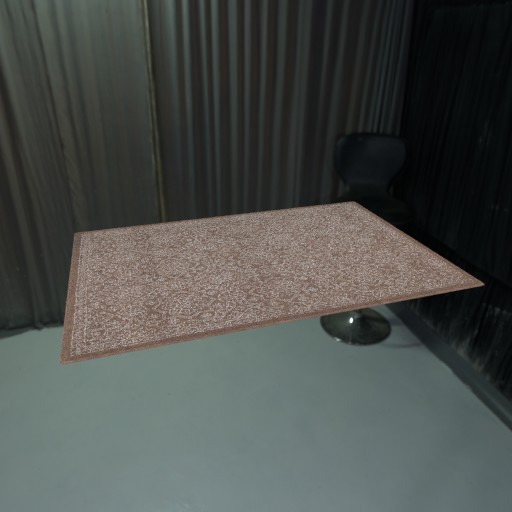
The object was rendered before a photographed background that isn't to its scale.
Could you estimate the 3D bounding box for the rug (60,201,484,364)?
[{"bbox_3d":[0.000,0.000,2.892,2.286,0.011,1.524,-8,27,-16],"label":"rug"}]
